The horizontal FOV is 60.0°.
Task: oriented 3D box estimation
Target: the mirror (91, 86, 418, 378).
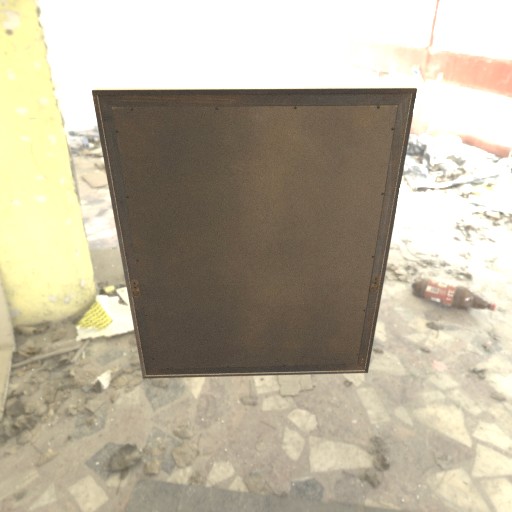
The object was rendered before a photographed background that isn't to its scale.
[{"bbox_3d":[0.000,0.000,1.228,0.730,0.882,0.032,-1,30,-2],"label":"mirror"}]
